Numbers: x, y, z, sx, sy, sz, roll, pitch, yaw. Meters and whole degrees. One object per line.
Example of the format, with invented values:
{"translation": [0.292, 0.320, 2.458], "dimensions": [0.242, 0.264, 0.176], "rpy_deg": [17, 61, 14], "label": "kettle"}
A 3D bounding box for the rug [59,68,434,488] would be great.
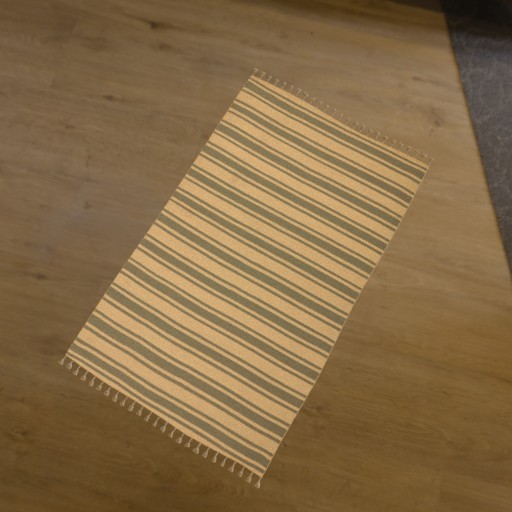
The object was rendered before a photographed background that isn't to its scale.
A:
{"translation": [0.000, 0.000, 2.474], "dimensions": [1.222, 0.009, 2.084], "rpy_deg": [30, 79, 7], "label": "rug"}
